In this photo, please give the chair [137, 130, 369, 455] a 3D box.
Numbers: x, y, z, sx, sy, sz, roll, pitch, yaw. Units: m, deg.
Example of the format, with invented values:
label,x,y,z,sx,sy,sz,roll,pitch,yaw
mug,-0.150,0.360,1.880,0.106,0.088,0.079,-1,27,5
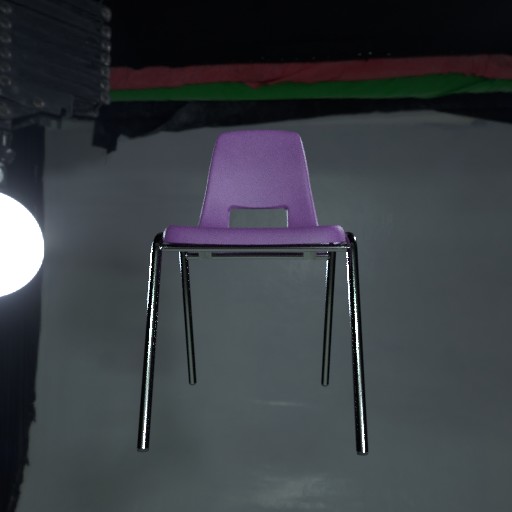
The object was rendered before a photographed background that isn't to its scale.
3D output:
label,x,y,z,sx,sy,sz,roll,pitch,yaw
chair,0.000,0.000,0.936,0.381,0.654,0.432,0,0,2
